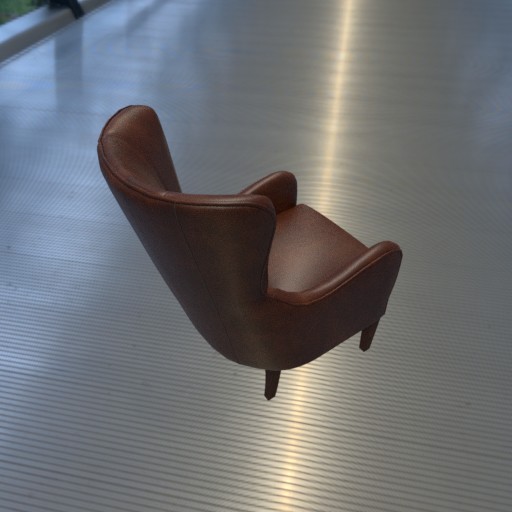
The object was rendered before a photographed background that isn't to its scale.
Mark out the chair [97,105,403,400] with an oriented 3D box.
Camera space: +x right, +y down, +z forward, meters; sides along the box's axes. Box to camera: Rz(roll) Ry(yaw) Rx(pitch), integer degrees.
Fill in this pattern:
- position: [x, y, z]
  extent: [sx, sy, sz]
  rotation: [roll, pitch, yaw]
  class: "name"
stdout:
- position: [0.000, 0.000, 1.643]
  extent: [0.914, 1.048, 0.692]
  rotation: [-25, 47, -26]
  class: "chair"
